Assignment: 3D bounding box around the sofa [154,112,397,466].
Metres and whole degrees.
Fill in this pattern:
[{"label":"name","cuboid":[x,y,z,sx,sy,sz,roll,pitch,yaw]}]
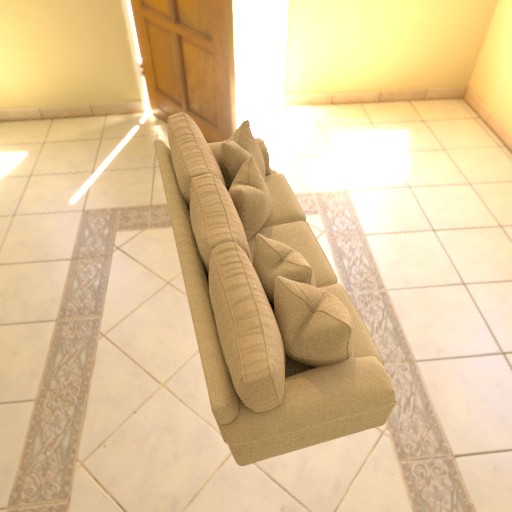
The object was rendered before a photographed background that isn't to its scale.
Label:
[{"label":"sofa","cuboid":[0.000,0.000,2.821,0.965,0.975,2.312,-11,47,-11]}]
